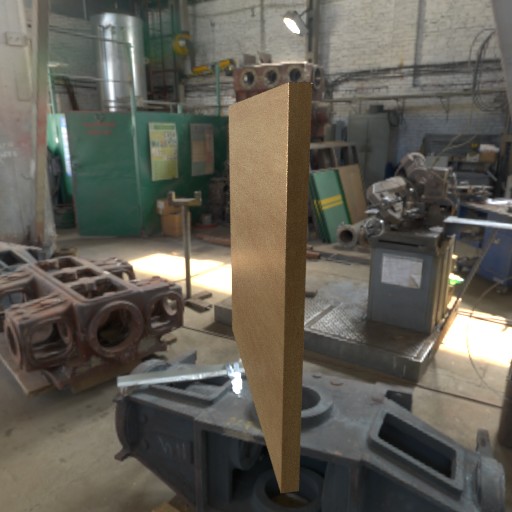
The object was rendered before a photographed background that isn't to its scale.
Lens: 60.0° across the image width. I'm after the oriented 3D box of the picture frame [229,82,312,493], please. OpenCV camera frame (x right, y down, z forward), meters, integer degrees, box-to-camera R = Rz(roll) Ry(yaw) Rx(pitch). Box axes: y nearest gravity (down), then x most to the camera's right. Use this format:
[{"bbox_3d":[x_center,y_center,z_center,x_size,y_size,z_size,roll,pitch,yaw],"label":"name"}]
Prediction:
[{"bbox_3d":[0.000,0.000,1.132,0.037,0.761,0.758,-3,16,-10],"label":"picture frame"}]
